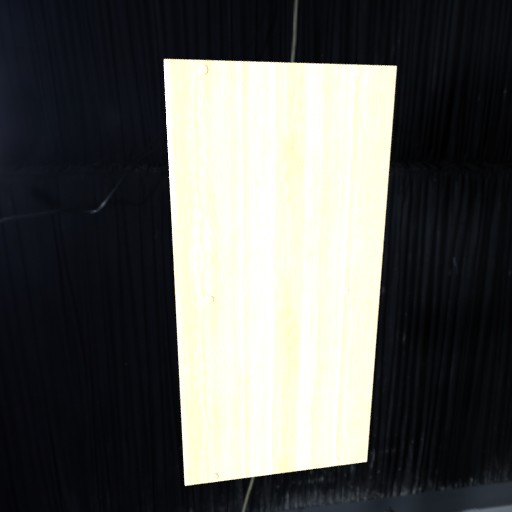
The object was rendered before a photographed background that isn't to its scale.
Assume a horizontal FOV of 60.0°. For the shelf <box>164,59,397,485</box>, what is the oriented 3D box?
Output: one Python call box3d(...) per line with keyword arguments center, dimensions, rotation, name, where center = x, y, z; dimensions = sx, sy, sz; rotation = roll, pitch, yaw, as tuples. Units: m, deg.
box3d(center=(0.000, 0.000, 0.808), dimensions=(0.290, 0.592, 0.414), rotation=(-3, 15, -10), name="shelf")
